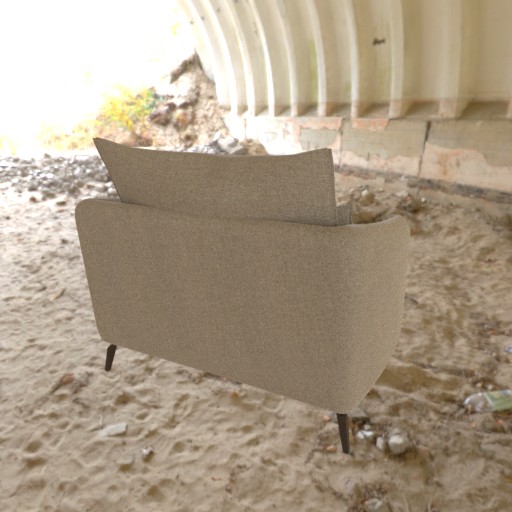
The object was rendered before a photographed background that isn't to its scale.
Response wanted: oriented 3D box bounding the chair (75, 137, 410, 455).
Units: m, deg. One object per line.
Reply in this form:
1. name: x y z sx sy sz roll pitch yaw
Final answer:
1. chair: 0.000 0.000 1.627 1.029 0.856 0.801 9 20 26
